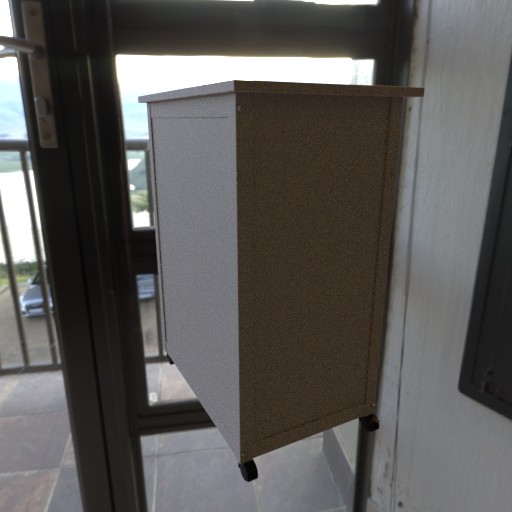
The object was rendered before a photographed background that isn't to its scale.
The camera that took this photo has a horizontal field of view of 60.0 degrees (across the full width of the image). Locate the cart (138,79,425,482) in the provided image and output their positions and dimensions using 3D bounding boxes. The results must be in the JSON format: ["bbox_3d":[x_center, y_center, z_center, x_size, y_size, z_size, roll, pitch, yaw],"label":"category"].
[{"bbox_3d":[0.000,0.000,1.249,0.442,0.864,0.683,-9,19,-26],"label":"cart"}]
